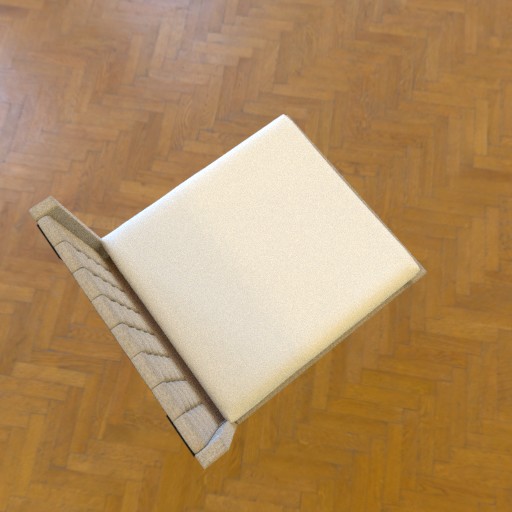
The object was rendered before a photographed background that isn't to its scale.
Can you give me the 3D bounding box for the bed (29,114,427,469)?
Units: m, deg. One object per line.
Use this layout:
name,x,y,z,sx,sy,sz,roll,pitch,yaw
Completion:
bed,0.000,0.000,3.811,2.372,1.748,2.044,-37,78,-9
